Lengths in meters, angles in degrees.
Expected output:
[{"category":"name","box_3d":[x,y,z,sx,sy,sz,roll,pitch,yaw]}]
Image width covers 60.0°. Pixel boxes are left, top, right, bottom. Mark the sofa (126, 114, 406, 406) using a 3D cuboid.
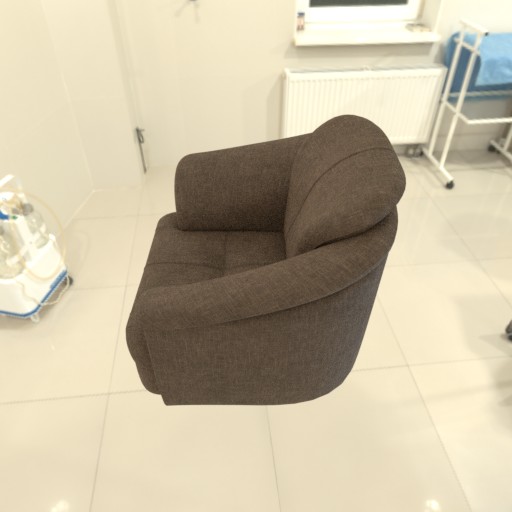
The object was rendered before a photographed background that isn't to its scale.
[{"category":"sofa","box_3d":[0.000,0.000,1.505,0.794,0.811,0.870,0,41,1]}]
